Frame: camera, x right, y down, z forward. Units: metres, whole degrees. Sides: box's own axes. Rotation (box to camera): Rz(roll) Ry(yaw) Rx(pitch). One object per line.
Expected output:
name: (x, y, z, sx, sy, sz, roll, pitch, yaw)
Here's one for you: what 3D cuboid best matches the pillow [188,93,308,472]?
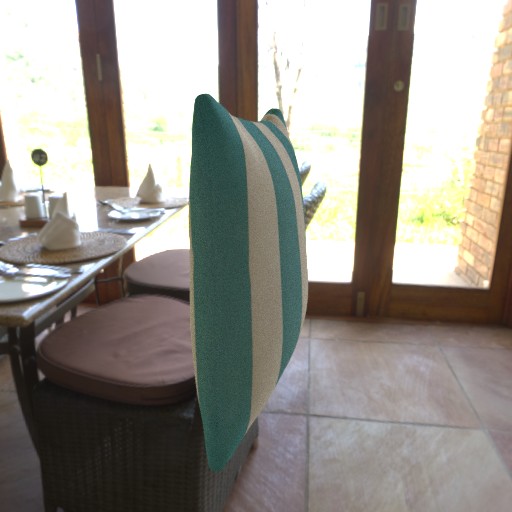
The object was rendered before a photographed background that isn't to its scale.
pillow: (0.000, 0.000, 0.804, 0.189, 0.526, 0.536, 3, 17, 10)
